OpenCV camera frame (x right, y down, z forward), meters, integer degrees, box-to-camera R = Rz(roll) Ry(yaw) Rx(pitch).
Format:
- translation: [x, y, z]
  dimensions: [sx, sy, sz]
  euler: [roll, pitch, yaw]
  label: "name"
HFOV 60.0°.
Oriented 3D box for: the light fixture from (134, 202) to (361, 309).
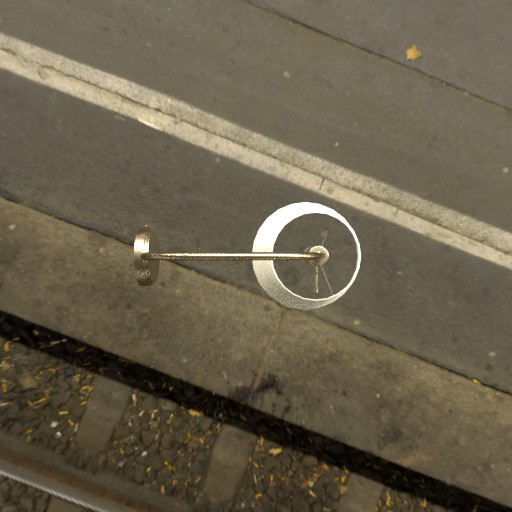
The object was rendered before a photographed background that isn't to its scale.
- translation: [0.000, 0.000, 0.459]
  dimensions: [0.176, 0.399, 0.092]
  euler: [0, 90, -1]
  label: "light fixture"
